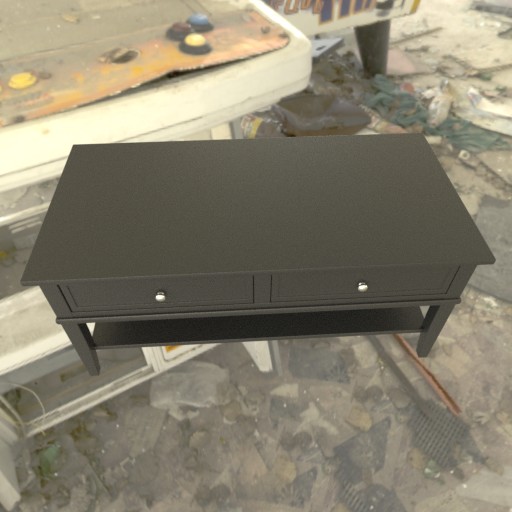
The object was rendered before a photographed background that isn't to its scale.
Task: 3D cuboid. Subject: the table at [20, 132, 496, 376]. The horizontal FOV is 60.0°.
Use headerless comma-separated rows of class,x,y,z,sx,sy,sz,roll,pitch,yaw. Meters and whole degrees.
table,0.000,0.000,1.317,1.044,0.470,0.523,-3,47,-2
